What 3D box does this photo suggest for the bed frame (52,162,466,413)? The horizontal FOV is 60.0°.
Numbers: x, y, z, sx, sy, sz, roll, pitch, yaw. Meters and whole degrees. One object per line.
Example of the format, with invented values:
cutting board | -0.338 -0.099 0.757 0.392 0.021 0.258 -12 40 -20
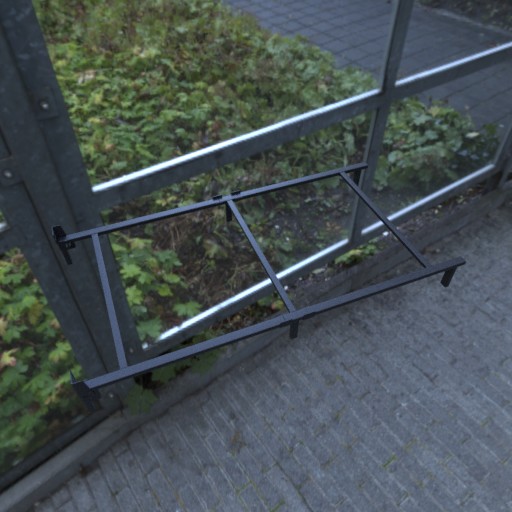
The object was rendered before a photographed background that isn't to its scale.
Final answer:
bed frame | 0.000 0.000 2.325 1.897 0.248 0.968 -16 48 -15
